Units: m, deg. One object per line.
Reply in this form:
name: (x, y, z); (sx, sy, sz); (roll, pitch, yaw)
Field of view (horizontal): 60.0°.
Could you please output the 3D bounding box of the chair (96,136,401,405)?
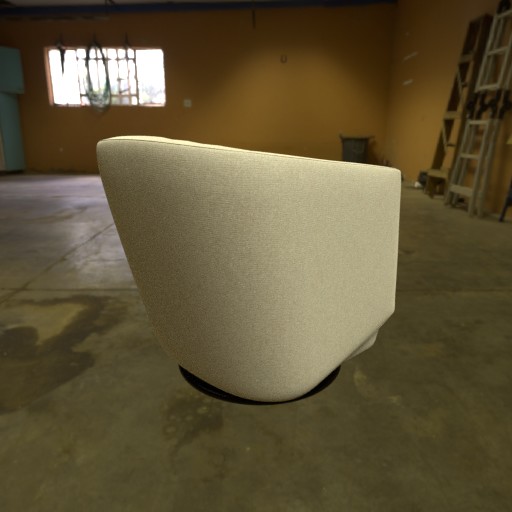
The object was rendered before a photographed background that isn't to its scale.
chair: (0.000, 0.000, 1.630); (0.986, 0.861, 0.822); (-15, 22, -43)
